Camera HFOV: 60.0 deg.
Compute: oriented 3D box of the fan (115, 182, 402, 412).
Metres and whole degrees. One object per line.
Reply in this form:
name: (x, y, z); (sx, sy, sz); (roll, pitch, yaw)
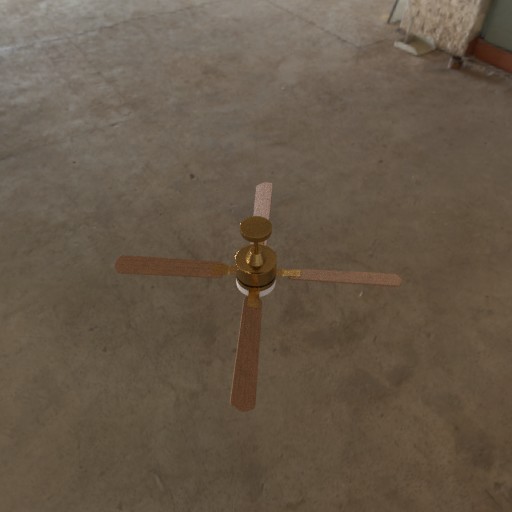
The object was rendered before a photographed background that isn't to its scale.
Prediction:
fan: (0.000, 0.000, 1.954); (1.320, 0.355, 1.320); (3, 47, 3)
